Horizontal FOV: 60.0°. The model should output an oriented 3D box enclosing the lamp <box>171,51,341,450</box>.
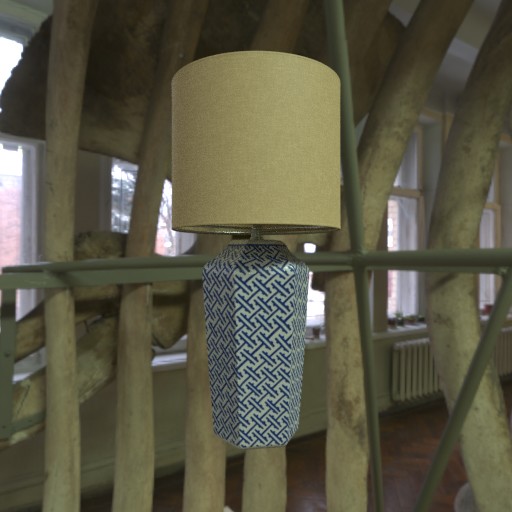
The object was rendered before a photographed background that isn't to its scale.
[{"bbox_3d":[0.000,0.000,0.852,0.320,0.682,0.320,0,0,-34],"label":"lamp"}]
